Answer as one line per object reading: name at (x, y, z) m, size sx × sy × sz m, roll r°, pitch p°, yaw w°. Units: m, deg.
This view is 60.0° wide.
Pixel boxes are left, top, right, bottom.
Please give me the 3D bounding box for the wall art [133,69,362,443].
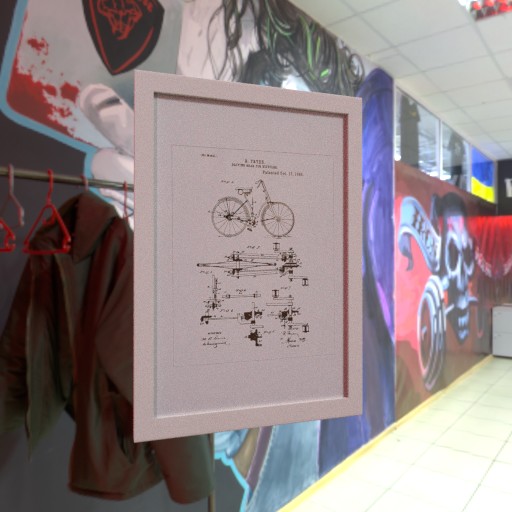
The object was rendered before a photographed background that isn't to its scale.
wall art at (0.000, 0.000, 0.624) m, size 0.332 × 0.477 × 0.015 m, roll 0°, pitch 0°, yaw -18°
